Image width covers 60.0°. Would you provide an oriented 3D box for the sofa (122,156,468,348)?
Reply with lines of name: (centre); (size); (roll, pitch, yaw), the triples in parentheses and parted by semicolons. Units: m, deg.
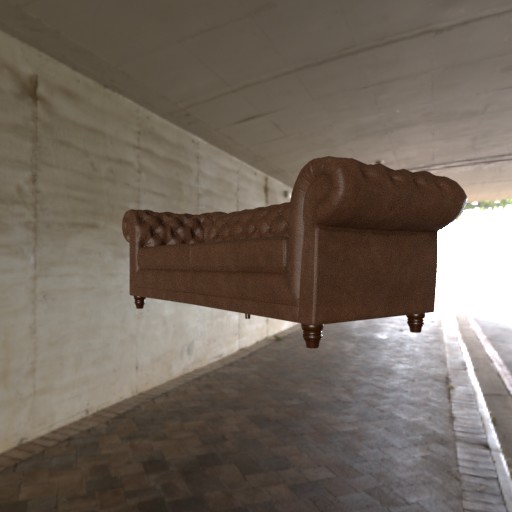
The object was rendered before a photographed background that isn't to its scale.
sofa: (0.000, 0.000, 2.812); (0.944, 0.783, 2.385); (1, -1, -35)
